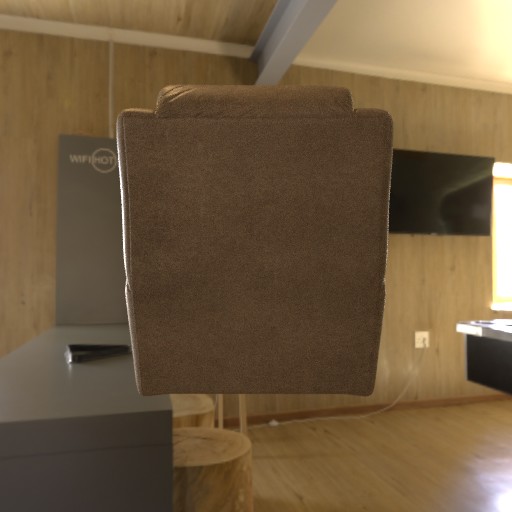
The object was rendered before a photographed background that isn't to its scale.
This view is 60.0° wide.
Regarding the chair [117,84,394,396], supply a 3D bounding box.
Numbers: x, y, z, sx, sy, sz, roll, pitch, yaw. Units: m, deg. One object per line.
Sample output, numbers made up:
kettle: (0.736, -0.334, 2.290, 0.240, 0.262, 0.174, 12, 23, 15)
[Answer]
chair: (0.000, 0.000, 1.900, 0.965, 1.116, 1.068, 0, -2, 0)
